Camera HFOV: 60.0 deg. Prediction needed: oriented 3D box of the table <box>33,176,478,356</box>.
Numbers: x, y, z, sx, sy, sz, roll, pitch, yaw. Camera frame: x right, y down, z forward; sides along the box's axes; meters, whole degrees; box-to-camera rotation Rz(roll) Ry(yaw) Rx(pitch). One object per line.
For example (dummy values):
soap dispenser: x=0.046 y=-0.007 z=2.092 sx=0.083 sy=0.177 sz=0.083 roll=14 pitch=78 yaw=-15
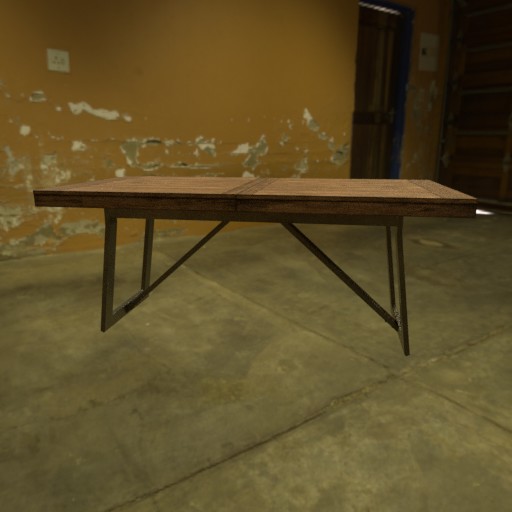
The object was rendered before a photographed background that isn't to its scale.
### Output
table: x=0.000 y=0.000 z=2.366 sx=1.867 sy=0.757 sz=0.931 roll=2 pitch=14 yaw=10
